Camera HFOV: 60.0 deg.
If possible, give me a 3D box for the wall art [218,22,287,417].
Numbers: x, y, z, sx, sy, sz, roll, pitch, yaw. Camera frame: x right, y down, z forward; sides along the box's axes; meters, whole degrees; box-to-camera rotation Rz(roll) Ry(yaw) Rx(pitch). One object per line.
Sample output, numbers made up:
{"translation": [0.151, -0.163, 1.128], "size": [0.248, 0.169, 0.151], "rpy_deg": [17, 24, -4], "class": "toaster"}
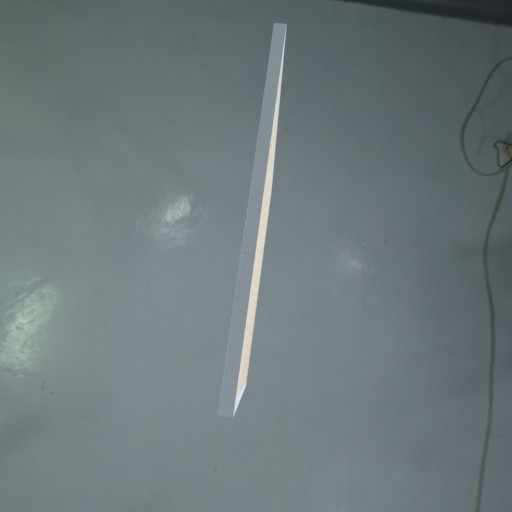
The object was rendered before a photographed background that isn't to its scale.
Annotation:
{"translation": [0.000, 0.000, 0.629], "size": [0.013, 0.456, 0.382], "rpy_deg": [7, 77, 2], "class": "wall art"}
